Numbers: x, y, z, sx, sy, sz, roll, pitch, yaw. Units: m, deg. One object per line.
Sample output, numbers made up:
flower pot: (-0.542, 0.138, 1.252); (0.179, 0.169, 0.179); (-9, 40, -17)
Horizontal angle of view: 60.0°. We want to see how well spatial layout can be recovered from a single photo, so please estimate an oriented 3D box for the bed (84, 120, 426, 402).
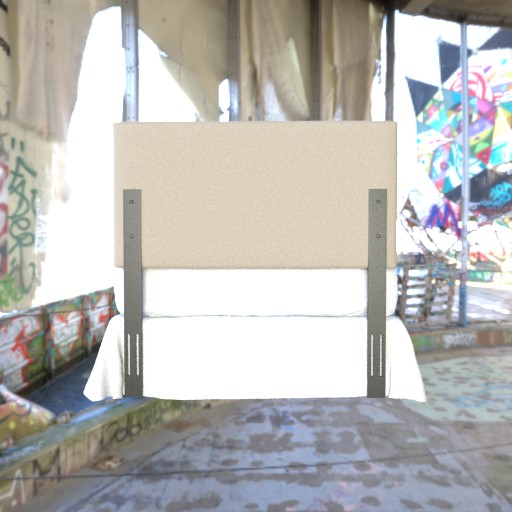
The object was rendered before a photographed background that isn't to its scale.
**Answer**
bed: (0.000, 0.000, 3.537); (1.936, 1.577, 2.222); (0, 1, 1)
